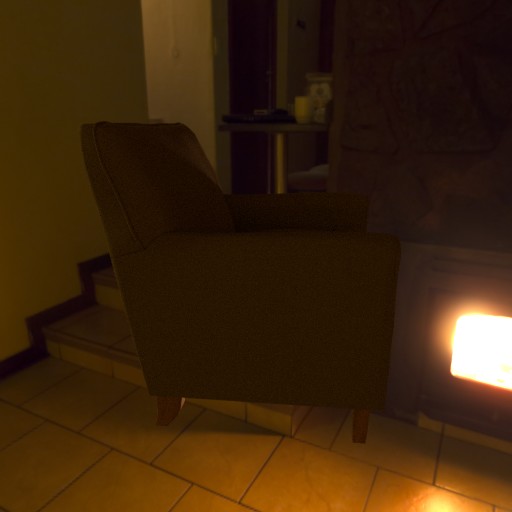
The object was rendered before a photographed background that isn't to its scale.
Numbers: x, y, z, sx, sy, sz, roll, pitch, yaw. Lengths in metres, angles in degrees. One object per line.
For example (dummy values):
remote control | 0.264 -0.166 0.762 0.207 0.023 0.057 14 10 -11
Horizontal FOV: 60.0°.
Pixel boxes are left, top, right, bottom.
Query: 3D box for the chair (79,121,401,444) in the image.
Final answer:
chair | 0.000 0.000 1.570 0.831 0.911 0.836 2 17 7
